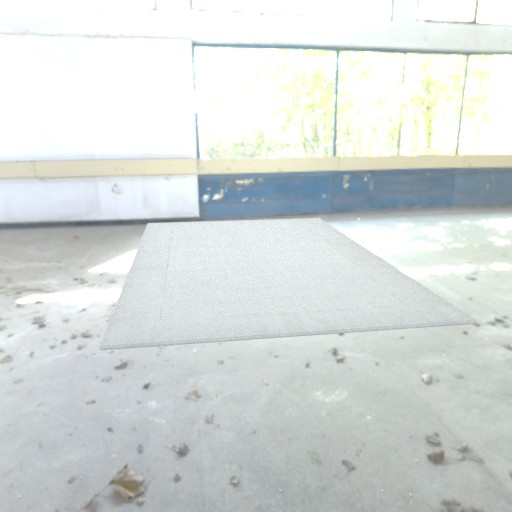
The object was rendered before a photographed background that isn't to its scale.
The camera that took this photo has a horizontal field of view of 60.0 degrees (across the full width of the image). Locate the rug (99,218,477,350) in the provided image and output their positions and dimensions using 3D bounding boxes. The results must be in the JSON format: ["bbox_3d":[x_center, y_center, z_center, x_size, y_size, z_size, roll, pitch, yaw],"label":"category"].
[{"bbox_3d":[0.000,0.000,2.259,1.219,0.013,1.829,-2,16,-8],"label":"rug"}]
